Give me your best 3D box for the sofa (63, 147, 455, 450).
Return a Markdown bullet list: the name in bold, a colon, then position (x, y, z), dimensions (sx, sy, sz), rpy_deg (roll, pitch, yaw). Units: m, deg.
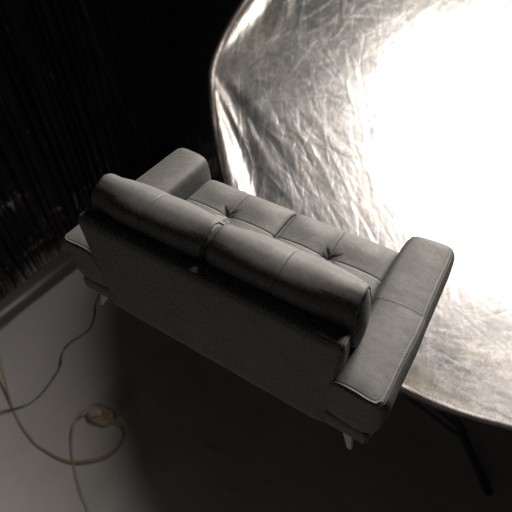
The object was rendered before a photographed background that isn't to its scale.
- **sofa**: position (0.000, 0.000, 2.329), dimensions (1.806, 0.907, 1.018), rpy_deg (24, 51, 21)
